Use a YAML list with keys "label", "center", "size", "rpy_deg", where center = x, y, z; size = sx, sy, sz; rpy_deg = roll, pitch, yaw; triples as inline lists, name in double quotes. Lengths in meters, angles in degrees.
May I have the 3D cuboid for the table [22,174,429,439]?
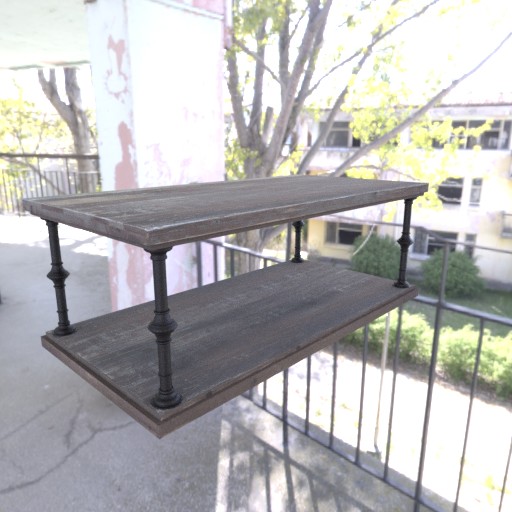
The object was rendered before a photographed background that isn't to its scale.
- label: "table"
  center: [0.000, 0.000, 1.337]
  size: [0.554, 0.399, 1.088]
  rpy_deg: [14, 20, 42]
